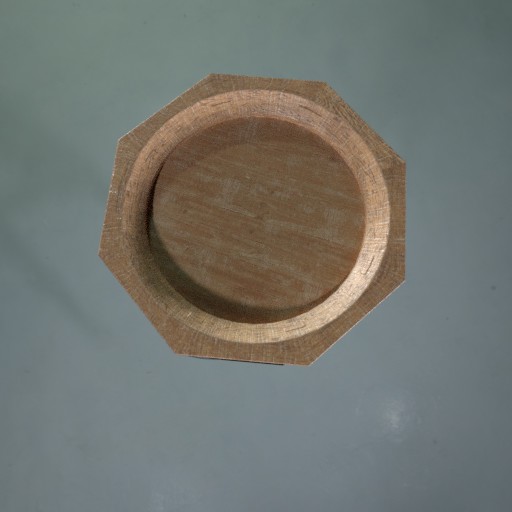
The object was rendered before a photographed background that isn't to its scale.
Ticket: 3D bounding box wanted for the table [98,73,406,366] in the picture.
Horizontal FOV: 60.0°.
[{"bbox_3d":[0.000,0.000,0.867,0.437,0.553,0.437,-17,77,-4],"label":"table"}]
